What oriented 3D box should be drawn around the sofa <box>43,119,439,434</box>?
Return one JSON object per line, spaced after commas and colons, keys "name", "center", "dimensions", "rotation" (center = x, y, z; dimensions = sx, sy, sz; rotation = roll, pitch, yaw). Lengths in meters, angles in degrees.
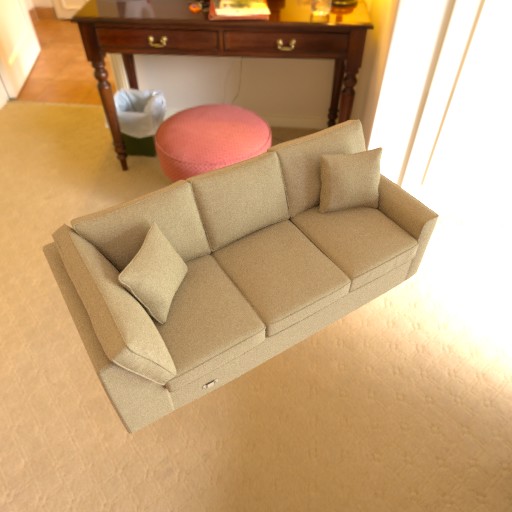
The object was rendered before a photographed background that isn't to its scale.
{"name": "sofa", "center": [0.000, 0.000, 2.907], "dimensions": [2.317, 0.962, 1.061], "rotation": [-25, 51, -22]}
